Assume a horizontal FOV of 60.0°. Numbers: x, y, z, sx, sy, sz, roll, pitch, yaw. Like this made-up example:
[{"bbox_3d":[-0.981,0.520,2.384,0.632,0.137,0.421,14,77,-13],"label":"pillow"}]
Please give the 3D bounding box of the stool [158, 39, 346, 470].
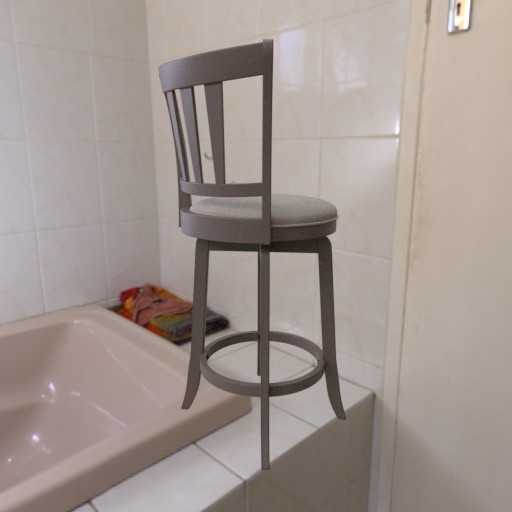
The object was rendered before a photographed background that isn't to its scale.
[{"bbox_3d":[0.000,0.000,1.264,0.475,1.023,0.436,-12,17,-41],"label":"stool"}]
